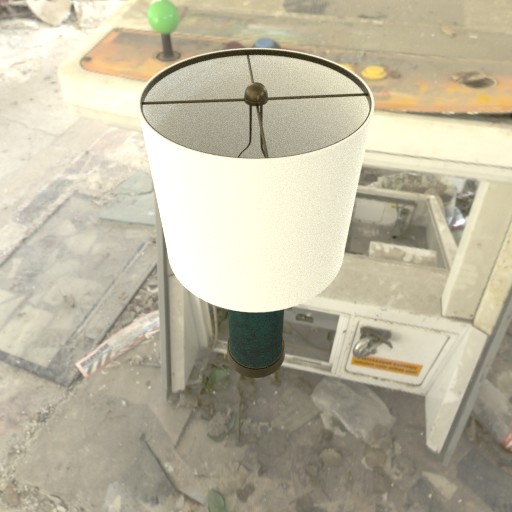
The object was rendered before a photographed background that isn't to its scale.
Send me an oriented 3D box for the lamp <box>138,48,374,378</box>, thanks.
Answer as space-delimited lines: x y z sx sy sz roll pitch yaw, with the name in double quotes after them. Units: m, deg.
0.000 0.000 0.788 0.301 0.630 0.301 31 54 27 "lamp"
